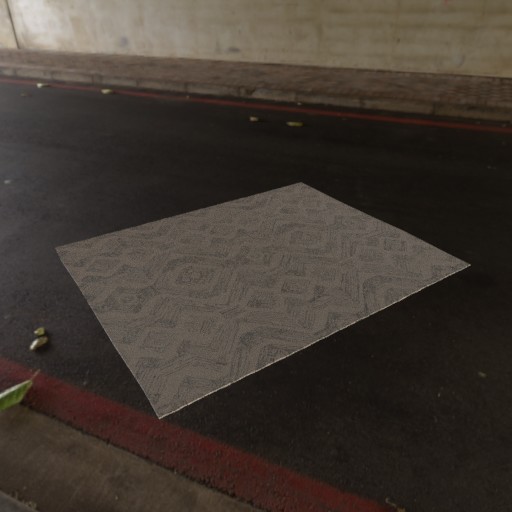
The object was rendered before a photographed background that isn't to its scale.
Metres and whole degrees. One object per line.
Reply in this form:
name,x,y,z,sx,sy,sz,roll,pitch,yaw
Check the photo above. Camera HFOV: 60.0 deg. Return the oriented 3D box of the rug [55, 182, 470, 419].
rug,0.000,0.000,4.140,3.054,0.030,2.430,-19,36,-29
